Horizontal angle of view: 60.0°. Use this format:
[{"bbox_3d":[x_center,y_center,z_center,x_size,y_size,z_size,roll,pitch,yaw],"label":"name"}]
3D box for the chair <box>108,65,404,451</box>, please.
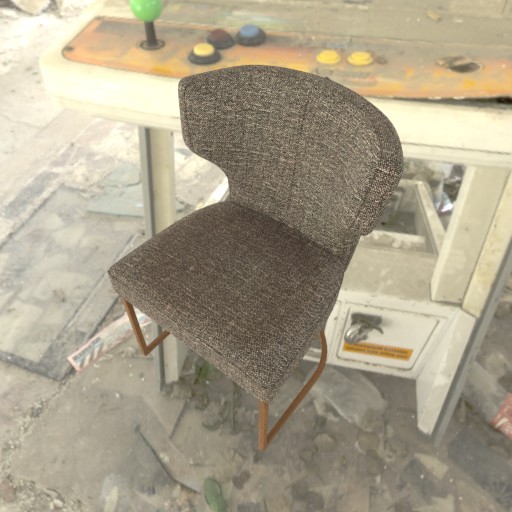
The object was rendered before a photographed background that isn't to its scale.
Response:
[{"bbox_3d":[0.000,0.000,1.240,0.611,0.824,0.617,30,54,25],"label":"chair"}]
